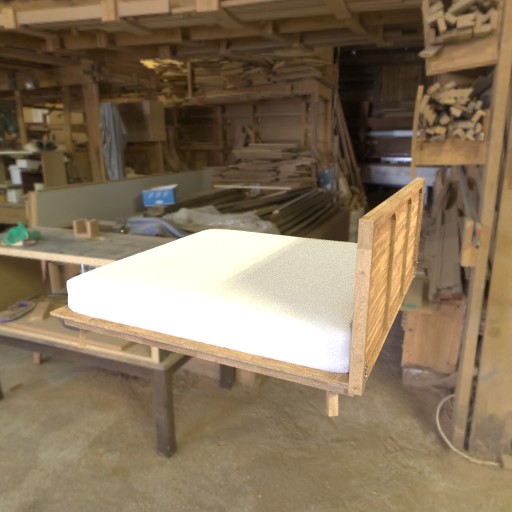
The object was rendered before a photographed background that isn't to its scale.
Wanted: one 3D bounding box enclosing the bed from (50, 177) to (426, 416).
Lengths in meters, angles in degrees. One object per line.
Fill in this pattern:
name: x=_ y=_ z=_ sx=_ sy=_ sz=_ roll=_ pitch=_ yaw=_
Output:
bed: x=0.000 y=0.000 z=3.416 sx=2.167 sy=1.100 sz=2.116 roll=7 pitch=17 yaw=25
